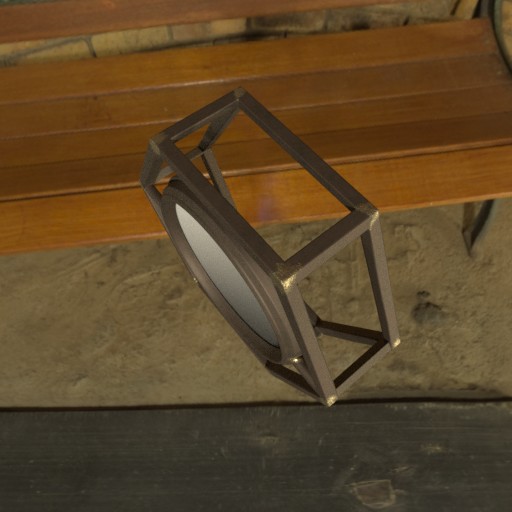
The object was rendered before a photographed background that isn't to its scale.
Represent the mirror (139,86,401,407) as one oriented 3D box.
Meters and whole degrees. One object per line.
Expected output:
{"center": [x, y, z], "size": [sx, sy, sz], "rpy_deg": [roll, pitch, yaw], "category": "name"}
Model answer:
{"center": [0.000, 0.000, 0.557], "size": [0.119, 0.334, 0.380], "rpy_deg": [-36, 68, -17], "category": "mirror"}
